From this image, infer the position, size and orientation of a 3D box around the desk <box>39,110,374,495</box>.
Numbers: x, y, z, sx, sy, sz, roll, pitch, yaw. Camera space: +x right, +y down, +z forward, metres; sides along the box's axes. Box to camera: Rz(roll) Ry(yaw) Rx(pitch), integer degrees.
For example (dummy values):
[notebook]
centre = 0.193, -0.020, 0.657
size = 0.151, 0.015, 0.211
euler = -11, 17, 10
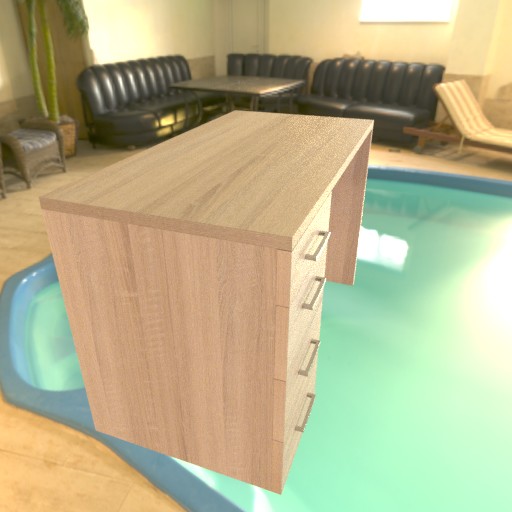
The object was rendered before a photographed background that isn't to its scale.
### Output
[desk]
centre = 0.000, 0.000, 1.499
size = 0.600, 0.731, 1.100
euler = 10, 30, 18
